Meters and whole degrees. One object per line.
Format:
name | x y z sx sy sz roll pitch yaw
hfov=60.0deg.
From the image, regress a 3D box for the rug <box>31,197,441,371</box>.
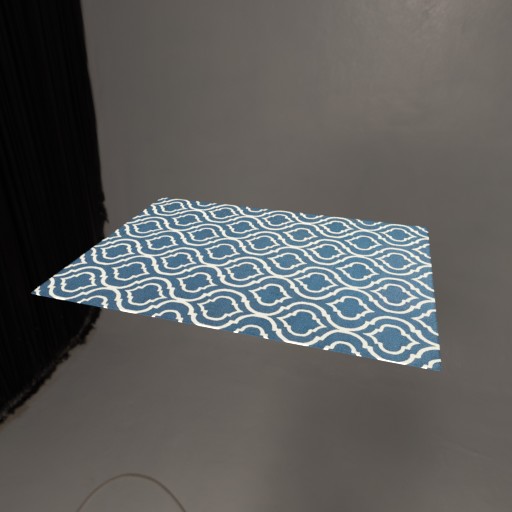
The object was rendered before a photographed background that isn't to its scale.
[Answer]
rug | 0.000 0.000 4.447 3.353 0.010 2.438 8 29 15
